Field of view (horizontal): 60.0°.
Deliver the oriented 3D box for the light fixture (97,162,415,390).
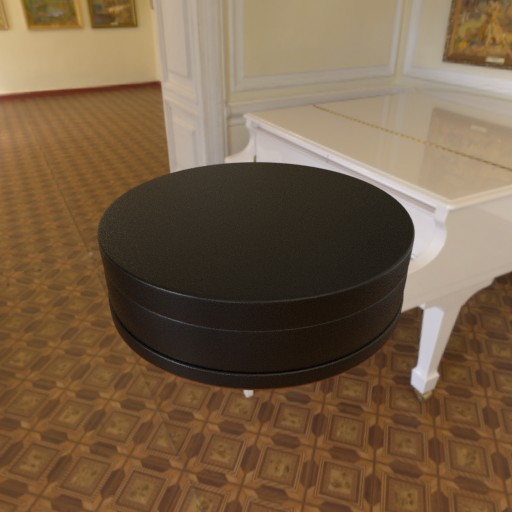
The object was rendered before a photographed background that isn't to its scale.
[{"bbox_3d":[0.000,0.000,0.433,0.283,0.097,0.283,0,30,0],"label":"light fixture"}]
